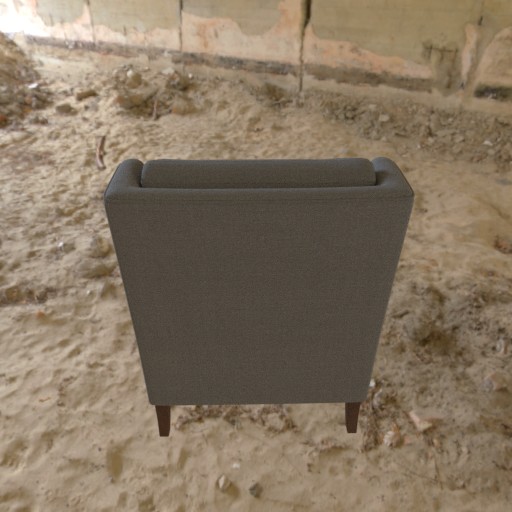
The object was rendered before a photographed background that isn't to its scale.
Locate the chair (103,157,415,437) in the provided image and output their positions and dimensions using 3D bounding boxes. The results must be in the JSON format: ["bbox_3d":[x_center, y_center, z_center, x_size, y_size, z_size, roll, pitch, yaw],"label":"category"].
[{"bbox_3d":[0.000,0.000,1.826,0.866,1.056,1.040,-1,32,-1],"label":"chair"}]
